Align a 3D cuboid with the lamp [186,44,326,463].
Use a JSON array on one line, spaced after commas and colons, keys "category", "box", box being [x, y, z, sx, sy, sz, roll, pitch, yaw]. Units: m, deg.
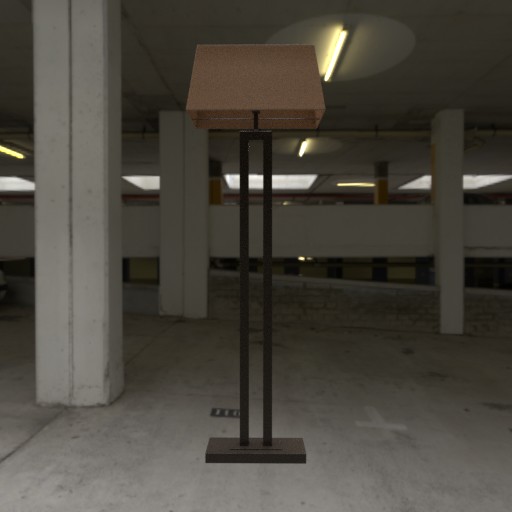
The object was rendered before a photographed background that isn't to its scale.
[{"category": "lamp", "box": [0.000, 0.000, 1.627, 0.475, 1.469, 0.233, 0, 1, 1]}]
